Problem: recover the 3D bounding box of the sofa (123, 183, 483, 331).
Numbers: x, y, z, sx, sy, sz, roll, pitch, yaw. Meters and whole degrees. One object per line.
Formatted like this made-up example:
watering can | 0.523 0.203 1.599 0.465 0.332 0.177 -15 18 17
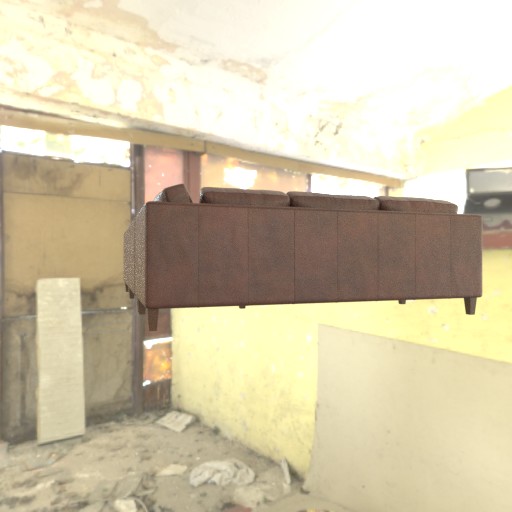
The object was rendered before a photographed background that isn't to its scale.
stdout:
sofa | 0.000 0.000 4.472 2.452 0.891 3.324 0 0 -19
